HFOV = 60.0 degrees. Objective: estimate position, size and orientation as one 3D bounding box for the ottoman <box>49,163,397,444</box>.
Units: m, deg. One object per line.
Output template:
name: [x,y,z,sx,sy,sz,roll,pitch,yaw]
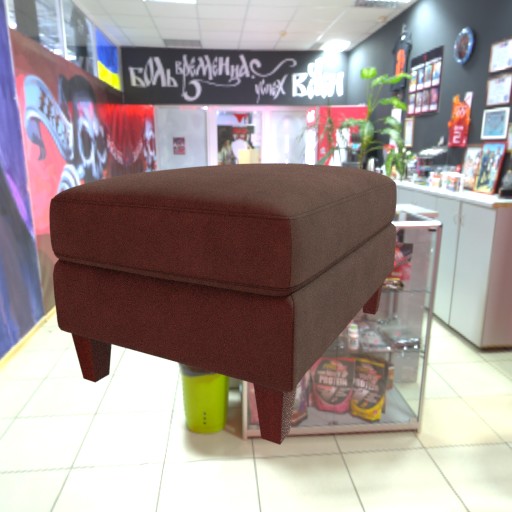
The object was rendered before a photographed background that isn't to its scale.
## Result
ottoman: [0.000,0.000,1.195,0.584,0.483,0.864,7,16,27]
